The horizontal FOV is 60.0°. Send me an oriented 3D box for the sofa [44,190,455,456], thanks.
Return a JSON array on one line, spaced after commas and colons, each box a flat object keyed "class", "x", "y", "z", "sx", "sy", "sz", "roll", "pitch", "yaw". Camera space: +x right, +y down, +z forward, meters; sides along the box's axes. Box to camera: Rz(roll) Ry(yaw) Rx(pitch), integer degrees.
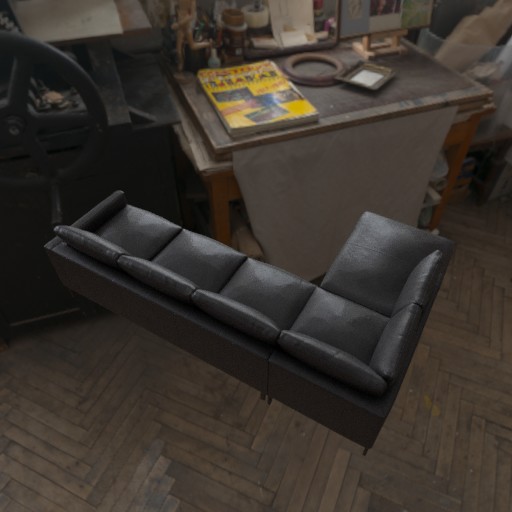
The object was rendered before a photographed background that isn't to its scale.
[{"class": "sofa", "x": 0.000, "y": 0.000, "z": 3.890, "sx": 2.984, "sy": 0.877, "sz": 1.938, "roll": 23, "pitch": 51, "yaw": 20}]
